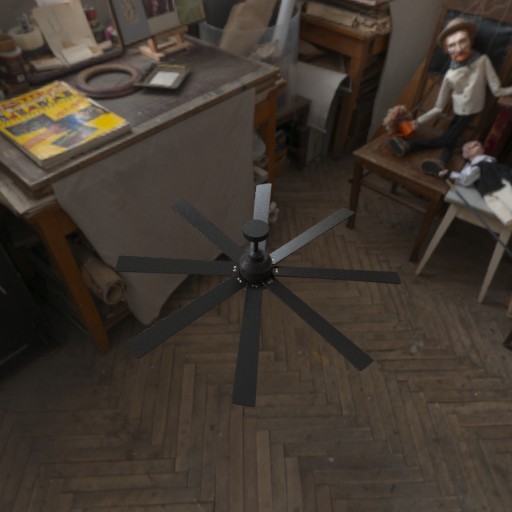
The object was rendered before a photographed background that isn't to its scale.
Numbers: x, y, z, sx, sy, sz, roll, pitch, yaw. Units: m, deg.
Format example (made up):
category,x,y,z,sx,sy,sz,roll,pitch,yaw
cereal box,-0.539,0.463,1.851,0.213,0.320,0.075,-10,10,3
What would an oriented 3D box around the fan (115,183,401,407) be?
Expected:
category,x,y,z,sx,sy,sz,roll,pitch,yaw
fan,0.000,0.000,2.767,1.830,0.472,1.830,3,46,3
